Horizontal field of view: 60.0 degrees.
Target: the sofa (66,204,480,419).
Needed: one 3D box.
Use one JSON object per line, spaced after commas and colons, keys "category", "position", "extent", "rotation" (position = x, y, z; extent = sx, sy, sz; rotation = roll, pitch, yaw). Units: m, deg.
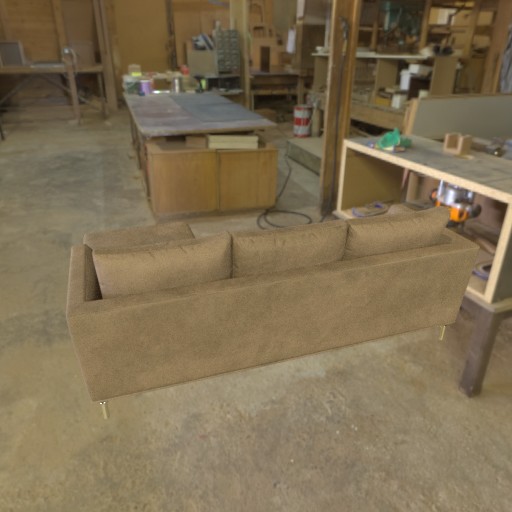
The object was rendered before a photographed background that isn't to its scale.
{"category": "sofa", "position": [0.000, 0.000, 3.223], "extent": [2.438, 0.987, 1.622], "rotation": [-8, 28, -17]}
